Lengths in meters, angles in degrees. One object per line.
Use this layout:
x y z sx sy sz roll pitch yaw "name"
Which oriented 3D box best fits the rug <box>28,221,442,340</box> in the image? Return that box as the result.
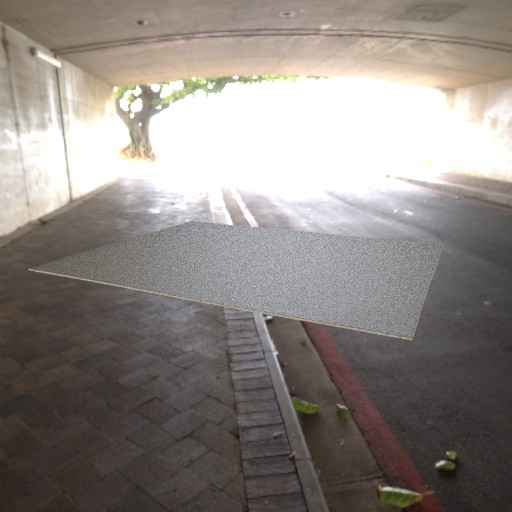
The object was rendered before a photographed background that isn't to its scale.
0.000 0.000 4.098 3.061 0.014 2.447 7 17 25 "rug"
